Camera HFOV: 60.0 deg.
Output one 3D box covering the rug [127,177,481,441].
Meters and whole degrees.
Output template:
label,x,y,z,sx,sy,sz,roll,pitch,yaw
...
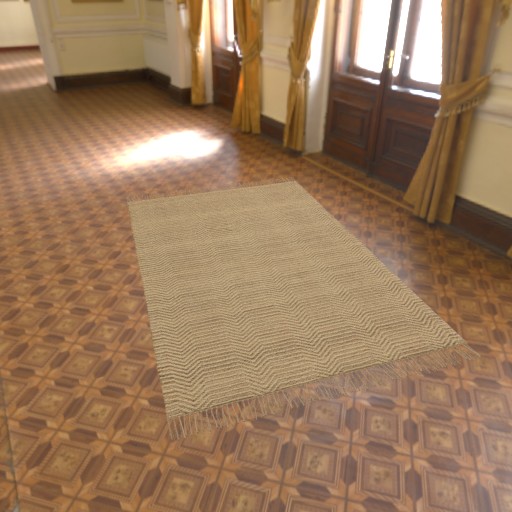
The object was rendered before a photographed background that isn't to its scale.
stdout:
label,x,y,z,sx,sy,sz,roll,pitch,yaw
rug,0.000,0.000,2.392,1.224,0.027,2.021,-10,33,-15
